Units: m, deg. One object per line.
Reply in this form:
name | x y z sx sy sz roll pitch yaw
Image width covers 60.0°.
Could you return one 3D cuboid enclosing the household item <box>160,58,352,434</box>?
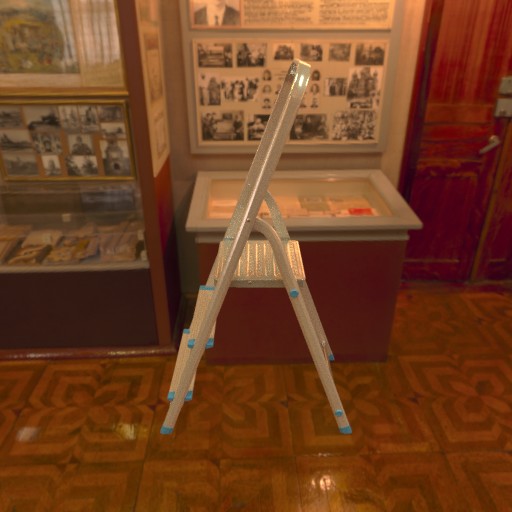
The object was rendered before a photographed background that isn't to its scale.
household item | 0.000 0.000 1.498 0.687 1.215 0.420 0 27 0
